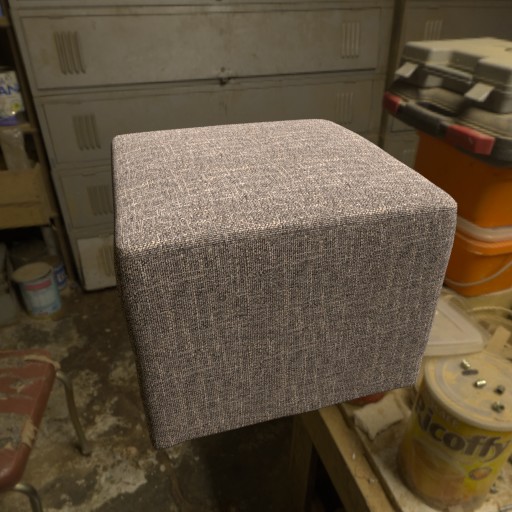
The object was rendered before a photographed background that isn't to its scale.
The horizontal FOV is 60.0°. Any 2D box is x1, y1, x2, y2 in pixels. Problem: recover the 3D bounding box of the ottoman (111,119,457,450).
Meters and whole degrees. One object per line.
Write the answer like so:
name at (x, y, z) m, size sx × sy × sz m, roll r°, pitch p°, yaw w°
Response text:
ottoman at (0.000, 0.000, 0.907) m, size 0.521 × 0.453 × 0.512 m, roll -9°, pitch 33°, yaw -14°
